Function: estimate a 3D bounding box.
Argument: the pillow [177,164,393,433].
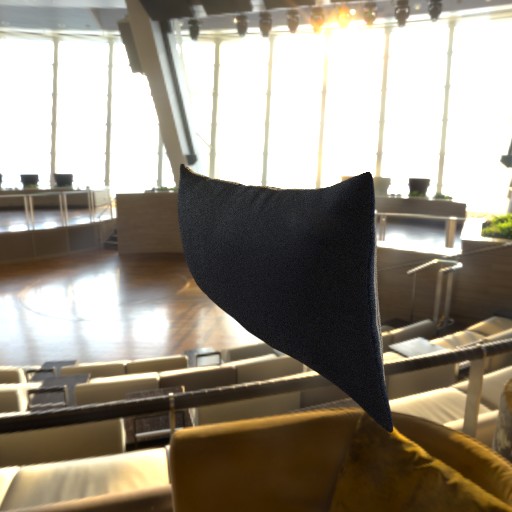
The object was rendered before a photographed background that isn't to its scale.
[{"bbox_3d":[0.000,0.000,0.723,0.156,0.292,0.608,-6,14,-25],"label":"pillow"}]
